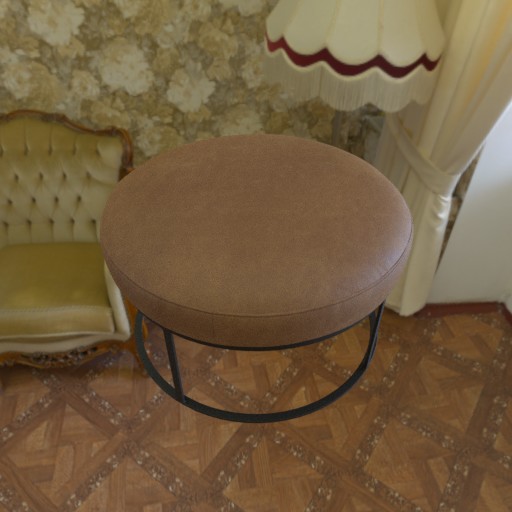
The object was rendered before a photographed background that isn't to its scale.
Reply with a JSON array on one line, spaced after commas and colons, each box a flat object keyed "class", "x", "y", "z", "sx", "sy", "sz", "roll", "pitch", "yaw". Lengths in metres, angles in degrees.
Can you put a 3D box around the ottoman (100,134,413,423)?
[{"class": "ottoman", "x": 0.000, "y": 0.000, "z": 1.227, "sx": 0.771, "sy": 0.460, "sz": 0.771, "roll": 0, "pitch": 40, "yaw": 0}]
